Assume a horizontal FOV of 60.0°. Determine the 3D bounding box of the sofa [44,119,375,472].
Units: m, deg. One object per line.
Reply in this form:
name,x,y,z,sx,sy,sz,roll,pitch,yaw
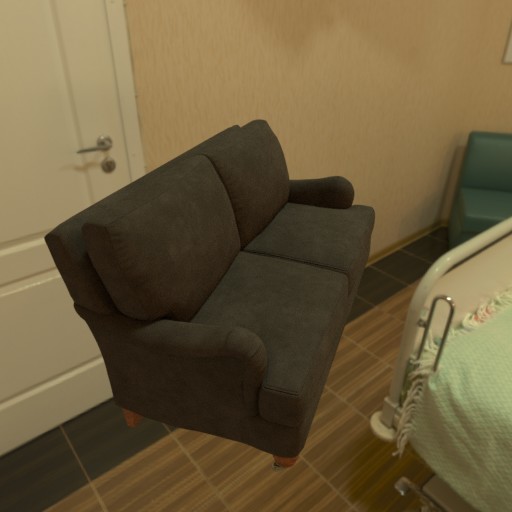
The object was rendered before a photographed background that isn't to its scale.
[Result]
sofa,0.000,0.000,2.460,1.084,1.101,1.853,11,32,18
